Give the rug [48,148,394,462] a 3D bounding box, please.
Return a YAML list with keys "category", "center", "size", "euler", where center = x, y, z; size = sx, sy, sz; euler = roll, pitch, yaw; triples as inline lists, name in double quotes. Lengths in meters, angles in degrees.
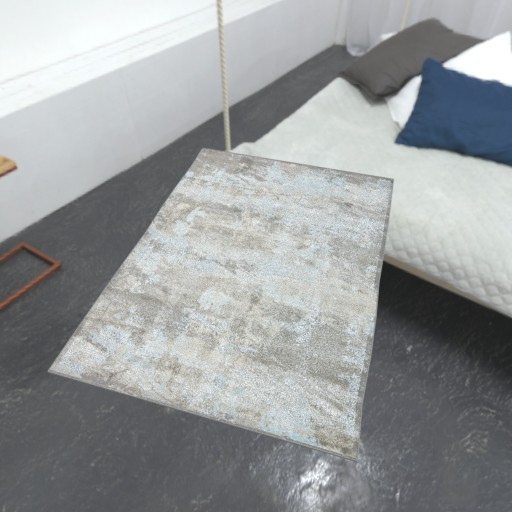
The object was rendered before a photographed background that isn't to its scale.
- category: "rug"
  center: [0.000, 0.000, 4.291]
  size: [2.393, 0.013, 3.307]
  euler: [12, 47, 11]
